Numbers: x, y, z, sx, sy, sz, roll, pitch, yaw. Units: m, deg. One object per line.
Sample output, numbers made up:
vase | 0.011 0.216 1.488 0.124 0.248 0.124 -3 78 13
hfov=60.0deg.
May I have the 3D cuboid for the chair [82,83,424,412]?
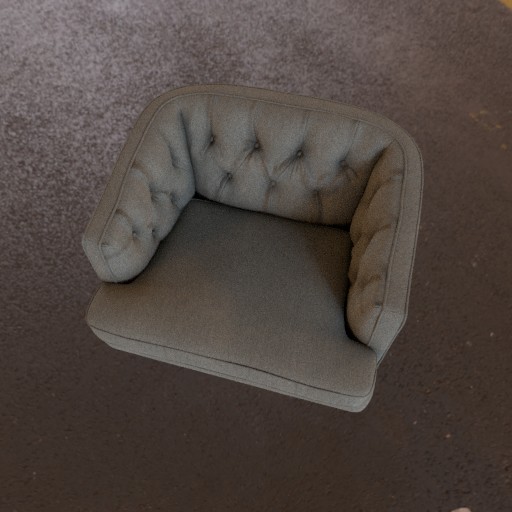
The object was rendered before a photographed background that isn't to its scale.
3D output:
chair | 0.000 0.000 1.750 1.094 0.852 0.945 13 59 8
